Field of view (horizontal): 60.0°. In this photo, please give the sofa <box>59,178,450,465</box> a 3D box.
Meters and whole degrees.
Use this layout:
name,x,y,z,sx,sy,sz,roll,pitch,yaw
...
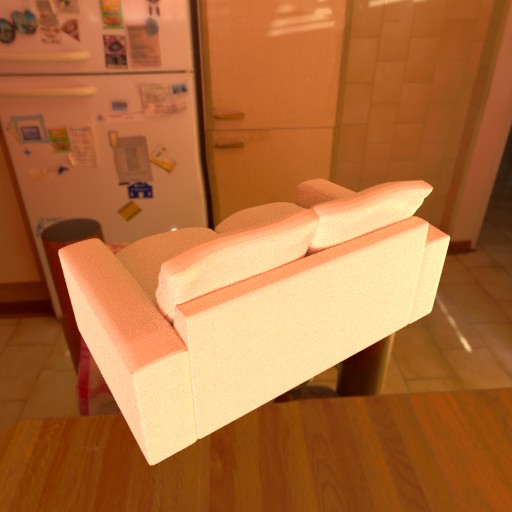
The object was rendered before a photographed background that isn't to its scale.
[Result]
name,x,y,z,sx,sy,sz,roll,pitch,yaw
sofa,0.000,0.000,2.347,1.754,0.875,1.091,-19,36,-29
